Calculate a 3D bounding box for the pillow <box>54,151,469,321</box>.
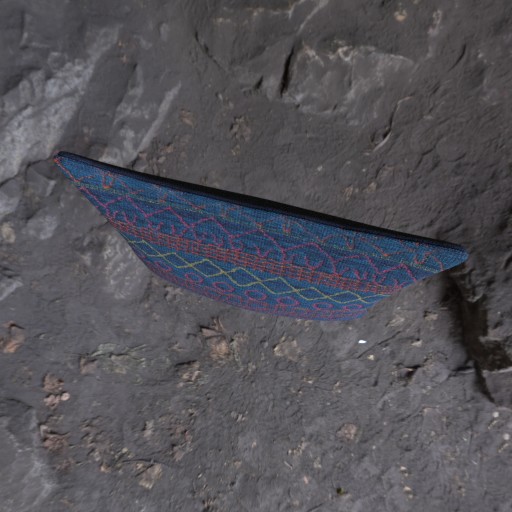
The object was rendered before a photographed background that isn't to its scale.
[{"bbox_3d":[0.000,0.000,0.645,0.431,0.431,0.141,13,76,4],"label":"pillow"}]
